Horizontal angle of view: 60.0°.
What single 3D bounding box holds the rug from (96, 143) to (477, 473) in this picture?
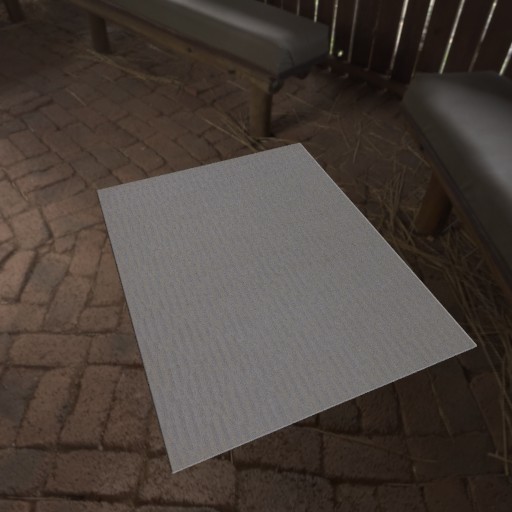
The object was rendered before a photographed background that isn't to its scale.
[{"bbox_3d":[0.000,0.000,4.053,2.410,0.021,3.055,-17,49,-15],"label":"rug"}]
